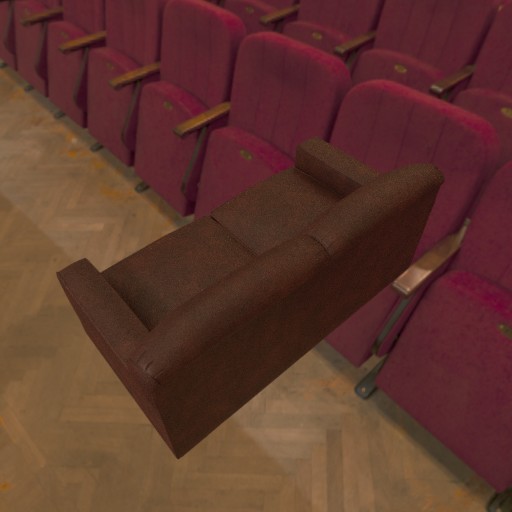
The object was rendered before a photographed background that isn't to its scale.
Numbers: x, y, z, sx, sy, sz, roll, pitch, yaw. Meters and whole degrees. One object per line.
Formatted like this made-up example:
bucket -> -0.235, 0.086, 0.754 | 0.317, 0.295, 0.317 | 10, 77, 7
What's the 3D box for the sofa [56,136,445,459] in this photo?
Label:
sofa -> 0.000, 0.000, 2.458 | 1.856, 0.966, 1.000 | -33, 55, -26
